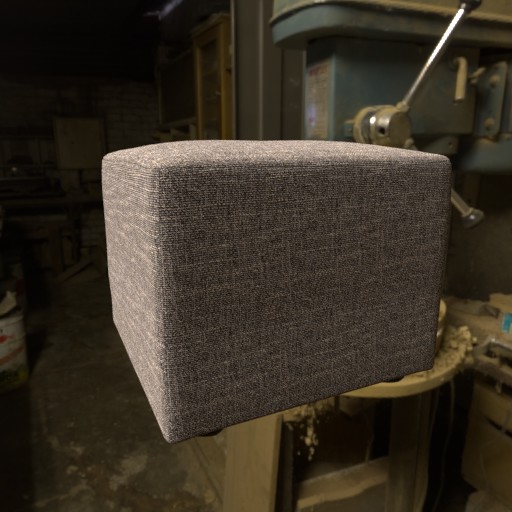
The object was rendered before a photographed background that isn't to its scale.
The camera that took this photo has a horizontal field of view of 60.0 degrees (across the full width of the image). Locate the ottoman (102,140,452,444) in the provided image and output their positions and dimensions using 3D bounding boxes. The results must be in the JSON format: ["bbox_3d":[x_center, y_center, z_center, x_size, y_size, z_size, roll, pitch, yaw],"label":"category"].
[{"bbox_3d":[0.000,0.000,0.898,0.521,0.453,0.512,-7,16,-25],"label":"ottoman"}]
